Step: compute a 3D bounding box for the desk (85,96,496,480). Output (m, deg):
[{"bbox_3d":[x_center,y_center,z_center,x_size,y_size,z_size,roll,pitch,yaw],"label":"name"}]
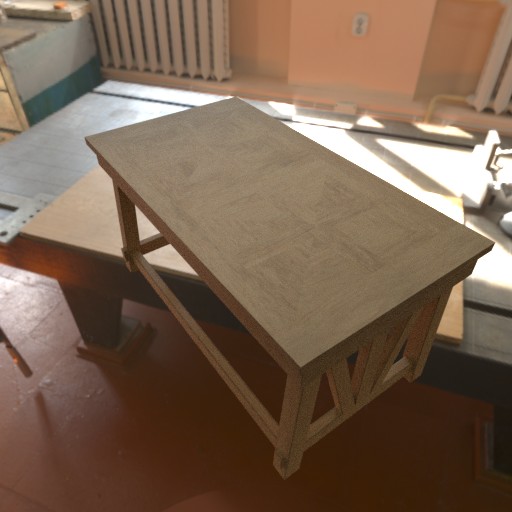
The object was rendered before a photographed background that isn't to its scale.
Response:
[{"bbox_3d":[0.000,0.000,1.949,0.813,0.762,1.499,-25,47,-26],"label":"desk"}]
